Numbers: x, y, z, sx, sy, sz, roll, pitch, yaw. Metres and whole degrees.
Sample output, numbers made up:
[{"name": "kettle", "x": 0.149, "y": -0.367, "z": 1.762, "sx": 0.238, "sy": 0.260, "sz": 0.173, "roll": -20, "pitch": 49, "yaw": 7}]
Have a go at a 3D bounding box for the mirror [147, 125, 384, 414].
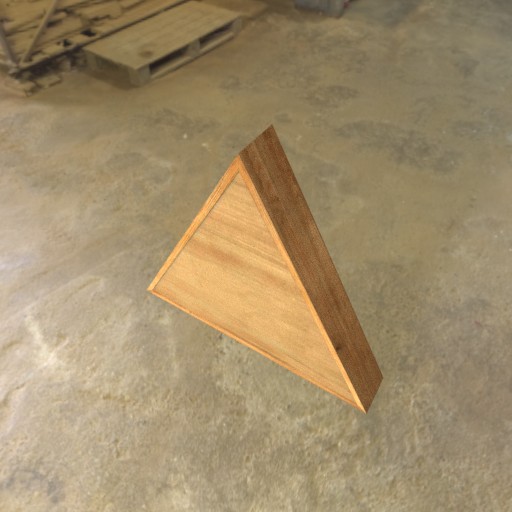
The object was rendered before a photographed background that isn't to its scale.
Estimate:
[{"name": "mirror", "x": 0.000, "y": 0.000, "z": 0.899, "sx": 0.631, "sy": 0.548, "sz": 0.100, "roll": 25, "pitch": 52, "yaw": 21}]
